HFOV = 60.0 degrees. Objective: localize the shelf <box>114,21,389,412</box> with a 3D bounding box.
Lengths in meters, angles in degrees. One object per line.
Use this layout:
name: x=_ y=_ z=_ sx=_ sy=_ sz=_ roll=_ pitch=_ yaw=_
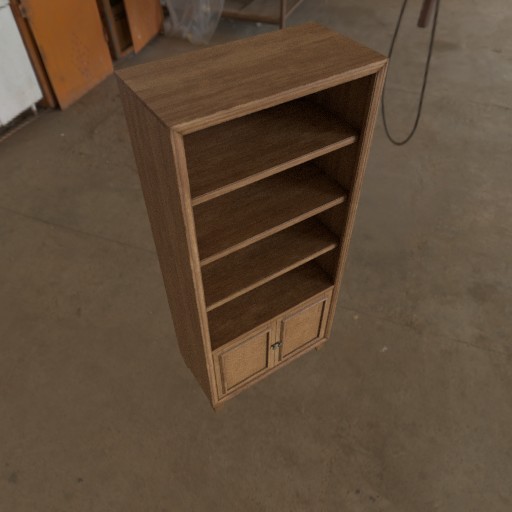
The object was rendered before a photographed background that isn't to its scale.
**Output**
shelf: x=0.000 y=0.000 z=2.242 sx=0.864 sy=1.930 sz=0.453 roll=-25 pitch=52 yaw=-22
